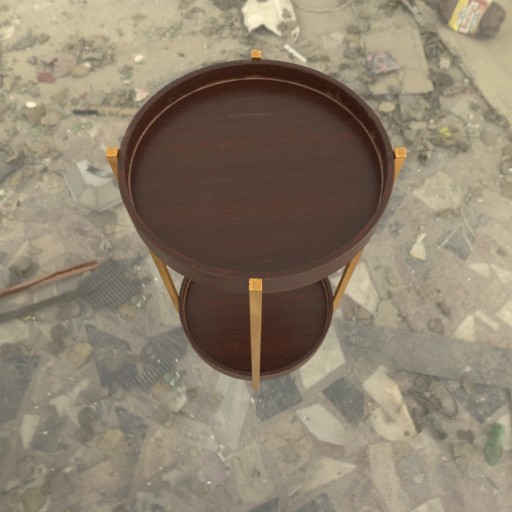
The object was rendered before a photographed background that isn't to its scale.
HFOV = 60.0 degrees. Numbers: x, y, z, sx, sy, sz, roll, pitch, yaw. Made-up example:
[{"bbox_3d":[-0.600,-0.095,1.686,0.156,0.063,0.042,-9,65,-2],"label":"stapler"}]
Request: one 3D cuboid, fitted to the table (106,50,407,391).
[{"bbox_3d":[0.000,0.000,0.862,0.400,0.610,0.400,0,63,0],"label":"table"}]
